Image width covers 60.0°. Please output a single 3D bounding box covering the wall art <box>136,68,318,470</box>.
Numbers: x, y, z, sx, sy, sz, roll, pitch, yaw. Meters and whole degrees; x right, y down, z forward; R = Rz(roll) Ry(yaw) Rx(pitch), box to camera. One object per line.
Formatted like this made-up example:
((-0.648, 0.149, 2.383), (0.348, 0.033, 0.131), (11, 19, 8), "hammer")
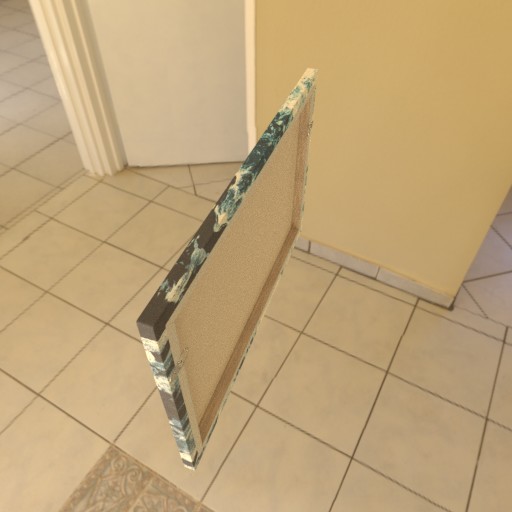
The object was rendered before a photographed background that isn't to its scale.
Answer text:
((0.000, 0.000, 1.924), (0.055, 1.017, 1.524), (15, 48, 14), "wall art")
